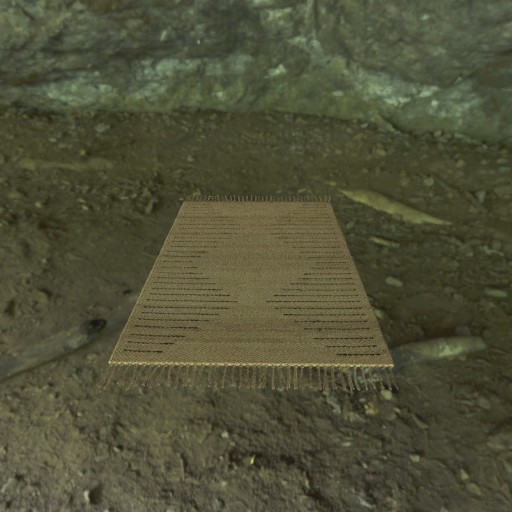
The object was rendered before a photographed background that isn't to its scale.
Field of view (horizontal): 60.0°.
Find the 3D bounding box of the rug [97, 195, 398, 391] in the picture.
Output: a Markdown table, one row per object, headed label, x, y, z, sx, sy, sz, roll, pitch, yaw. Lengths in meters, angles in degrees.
| label | x | y | z | sx | sy | sz | roll | pitch | yaw |
| --- | --- | --- | --- | --- | --- | --- | --- | --- | --- |
| rug | 0.000 | 0.000 | 2.039 | 0.905 | 0.017 | 1.718 | 0 | 27 | 1 |
